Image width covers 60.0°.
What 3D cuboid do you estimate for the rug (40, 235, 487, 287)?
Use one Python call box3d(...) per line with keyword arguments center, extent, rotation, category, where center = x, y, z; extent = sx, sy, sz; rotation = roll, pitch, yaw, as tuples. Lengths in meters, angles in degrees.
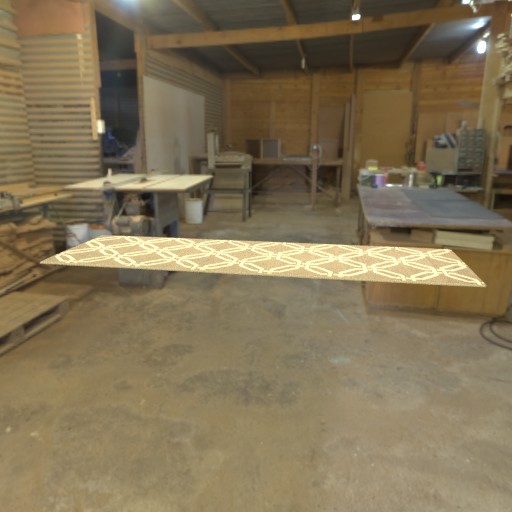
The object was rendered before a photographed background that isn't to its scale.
box3d(center=(0.000, 0.000, 2.549), extent=(2.276, 0.014, 0.678), rotation=(3, 15, 10), category="rug")
